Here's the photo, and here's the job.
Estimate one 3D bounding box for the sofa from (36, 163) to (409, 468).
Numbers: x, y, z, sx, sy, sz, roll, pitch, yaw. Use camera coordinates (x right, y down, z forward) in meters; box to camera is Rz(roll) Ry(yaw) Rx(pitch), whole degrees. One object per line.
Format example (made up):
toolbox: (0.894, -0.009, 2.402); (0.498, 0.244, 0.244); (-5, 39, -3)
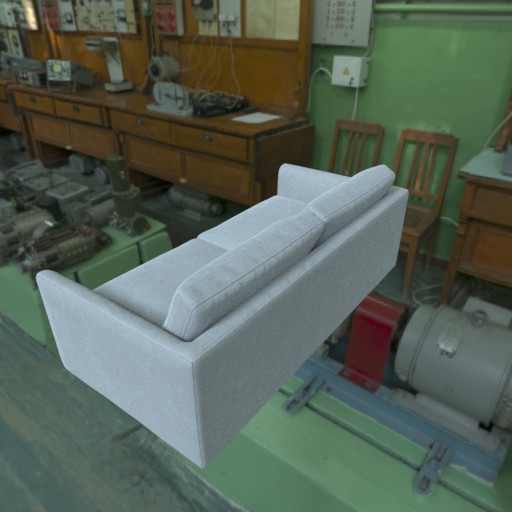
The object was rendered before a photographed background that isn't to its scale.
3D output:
sofa: (0.000, 0.000, 2.796); (1.090, 0.838, 2.588); (20, 35, 32)
